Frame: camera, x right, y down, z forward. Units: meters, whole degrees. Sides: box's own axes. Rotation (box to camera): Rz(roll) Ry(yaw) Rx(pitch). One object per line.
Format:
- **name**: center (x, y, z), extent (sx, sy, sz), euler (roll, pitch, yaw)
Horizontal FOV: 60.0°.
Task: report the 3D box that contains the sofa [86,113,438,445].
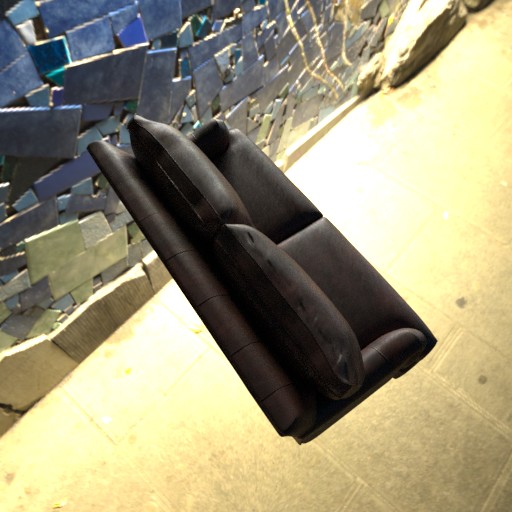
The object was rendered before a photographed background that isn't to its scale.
- **sofa**: center (0.000, 0.000, 2.809), extent (1.147, 1.071, 2.144), euler (-30, 63, -17)
